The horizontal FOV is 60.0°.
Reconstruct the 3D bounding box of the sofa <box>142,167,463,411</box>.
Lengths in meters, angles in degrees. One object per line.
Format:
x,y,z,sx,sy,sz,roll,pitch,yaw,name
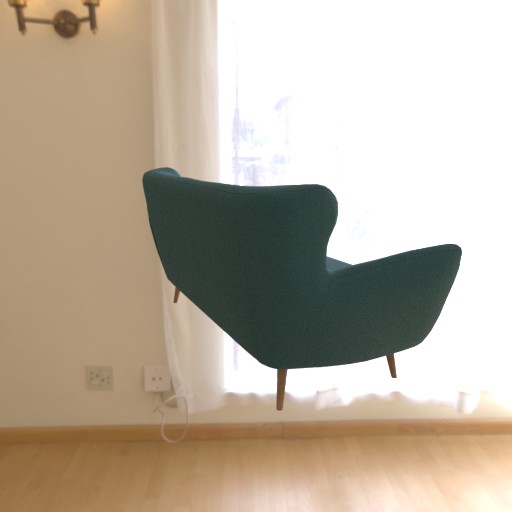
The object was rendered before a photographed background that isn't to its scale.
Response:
0.000,0.000,2.381,0.889,0.890,1.930,-7,15,-26,sofa
